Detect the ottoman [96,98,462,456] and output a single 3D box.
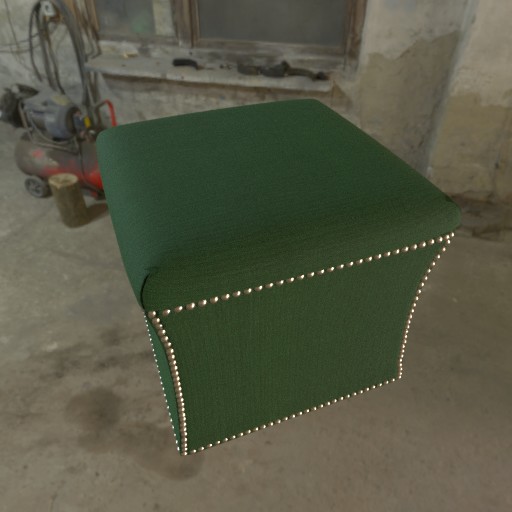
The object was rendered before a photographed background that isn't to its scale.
[{"bbox_3d":[0.000,0.000,0.890,0.507,0.475,0.497,-14,41,-16],"label":"ottoman"}]
